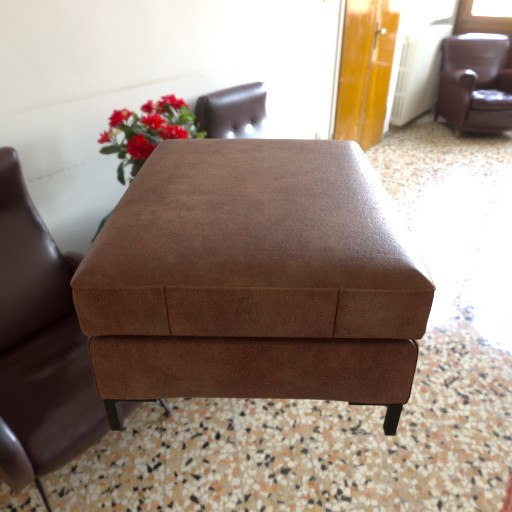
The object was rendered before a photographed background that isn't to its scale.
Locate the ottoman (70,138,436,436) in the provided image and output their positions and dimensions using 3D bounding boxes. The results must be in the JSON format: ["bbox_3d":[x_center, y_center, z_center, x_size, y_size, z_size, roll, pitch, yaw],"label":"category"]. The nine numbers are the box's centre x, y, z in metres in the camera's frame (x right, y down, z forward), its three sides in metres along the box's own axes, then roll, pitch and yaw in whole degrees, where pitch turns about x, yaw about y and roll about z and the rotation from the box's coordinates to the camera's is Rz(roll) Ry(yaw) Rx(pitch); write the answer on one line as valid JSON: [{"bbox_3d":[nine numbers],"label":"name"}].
[{"bbox_3d":[0.000,0.000,1.759,0.965,0.667,1.186,1,32,1],"label":"ottoman"}]
